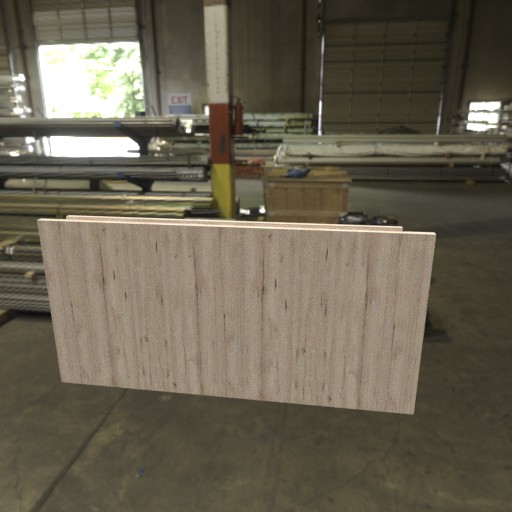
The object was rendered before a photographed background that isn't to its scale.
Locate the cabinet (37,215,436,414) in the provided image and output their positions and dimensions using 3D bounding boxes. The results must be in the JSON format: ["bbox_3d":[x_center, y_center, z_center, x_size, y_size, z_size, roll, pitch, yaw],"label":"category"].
[{"bbox_3d":[0.000,0.000,3.249,1.950,0.970,2.080,3,18,8],"label":"cabinet"}]
